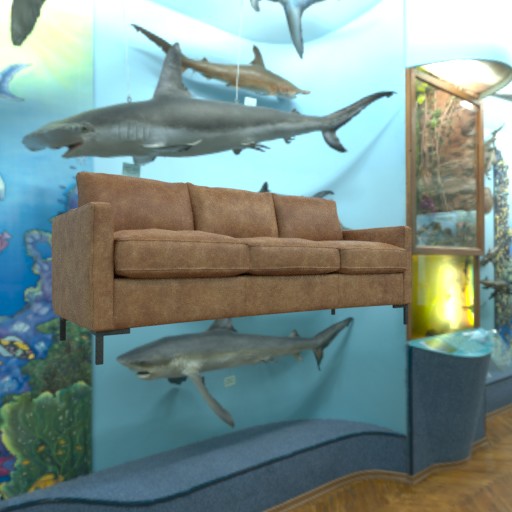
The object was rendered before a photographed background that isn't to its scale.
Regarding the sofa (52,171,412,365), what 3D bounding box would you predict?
[{"bbox_3d":[0.000,0.000,2.515,2.029,0.863,0.748,1,-1,-35],"label":"sofa"}]
